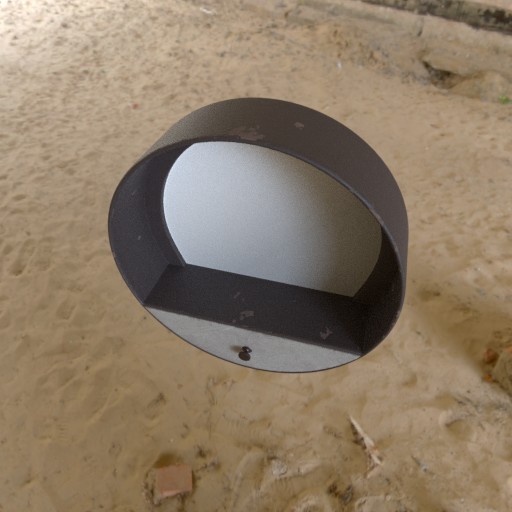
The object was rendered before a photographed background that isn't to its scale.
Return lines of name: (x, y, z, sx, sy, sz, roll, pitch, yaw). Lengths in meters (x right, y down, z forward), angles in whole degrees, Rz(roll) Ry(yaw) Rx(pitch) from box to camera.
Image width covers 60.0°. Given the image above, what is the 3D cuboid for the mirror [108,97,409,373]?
mirror: (0.000, 0.000, 0.597, 0.386, 0.386, 0.126, 11, 42, 12)
